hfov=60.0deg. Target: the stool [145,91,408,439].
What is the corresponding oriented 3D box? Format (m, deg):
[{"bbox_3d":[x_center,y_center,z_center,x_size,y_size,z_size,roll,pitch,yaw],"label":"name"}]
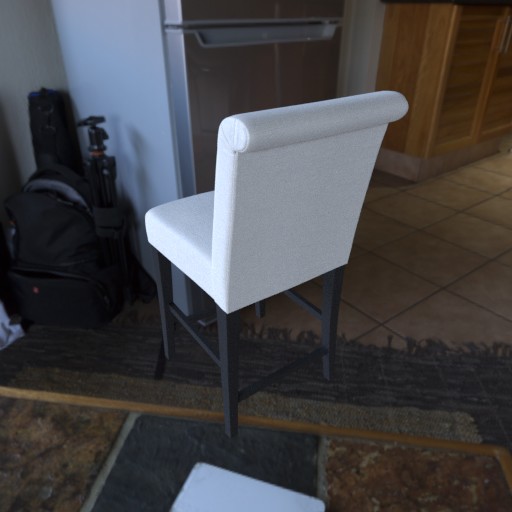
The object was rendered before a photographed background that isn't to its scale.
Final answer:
[{"bbox_3d":[0.000,0.000,1.334,0.452,0.976,0.597,-20,36,-30],"label":"stool"}]
